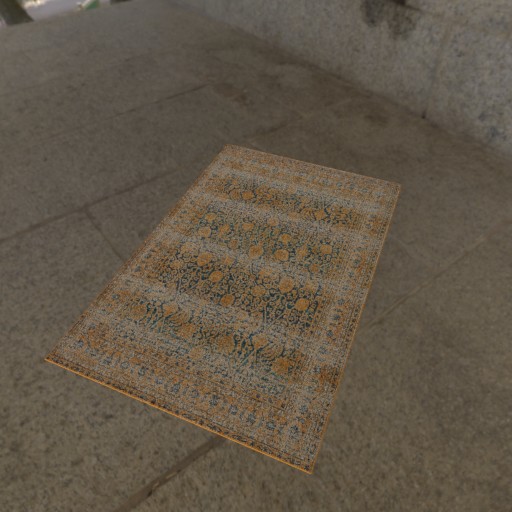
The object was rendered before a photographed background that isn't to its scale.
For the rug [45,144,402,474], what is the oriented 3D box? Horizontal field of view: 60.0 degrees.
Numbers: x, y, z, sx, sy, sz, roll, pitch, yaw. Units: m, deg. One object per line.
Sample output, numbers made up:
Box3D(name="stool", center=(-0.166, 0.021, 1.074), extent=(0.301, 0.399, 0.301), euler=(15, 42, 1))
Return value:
Box3D(name="rug", center=(0.000, 0.000, 2.964), extent=(1.525, 0.007, 2.336), euler=(17, 48, 16))
